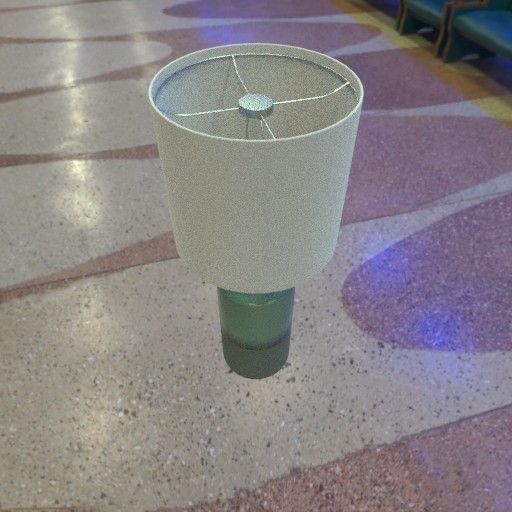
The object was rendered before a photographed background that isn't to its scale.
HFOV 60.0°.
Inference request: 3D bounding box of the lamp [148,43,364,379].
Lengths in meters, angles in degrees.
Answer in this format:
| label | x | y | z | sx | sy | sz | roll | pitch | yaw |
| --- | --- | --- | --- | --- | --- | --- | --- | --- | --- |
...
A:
| label | x | y | z | sx | sy | sz | roll | pitch | yaw |
| --- | --- | --- | --- | --- | --- | --- | --- | --- | --- |
| lamp | 0.000 | 0.000 | 0.619 | 0.212 | 0.493 | 0.212 | -11 | 47 | -11 |
